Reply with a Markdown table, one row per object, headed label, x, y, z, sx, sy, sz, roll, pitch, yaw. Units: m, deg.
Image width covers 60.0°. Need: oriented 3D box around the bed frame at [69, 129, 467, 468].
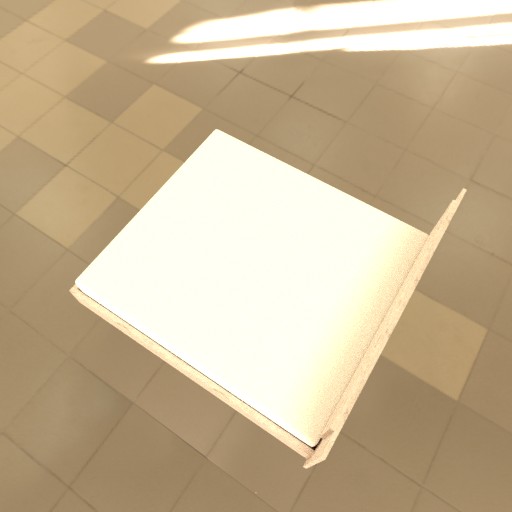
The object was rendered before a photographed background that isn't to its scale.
| label | x | y | z | sx | sy | sz | roll | pitch | yaw |
| --- | --- | --- | --- | --- | --- | --- | --- | --- | --- |
| bed frame | 0.000 | 0.000 | 3.244 | 2.080 | 0.970 | 1.950 | 30 | 66 | 15 |
